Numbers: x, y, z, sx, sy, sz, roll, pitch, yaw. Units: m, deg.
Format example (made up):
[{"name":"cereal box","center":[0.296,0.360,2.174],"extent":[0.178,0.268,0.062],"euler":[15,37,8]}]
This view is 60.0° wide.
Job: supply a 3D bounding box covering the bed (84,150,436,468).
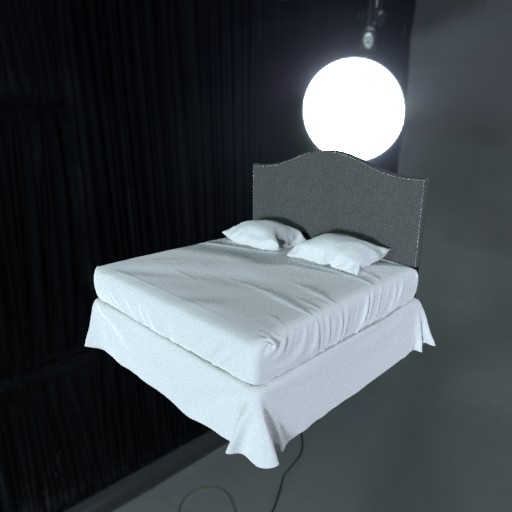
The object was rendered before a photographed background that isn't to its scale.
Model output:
[{"name":"bed","center":[0.000,0.000,3.698],"extent":[2.219,1.651,2.314],"euler":[-16,23,-42]}]
